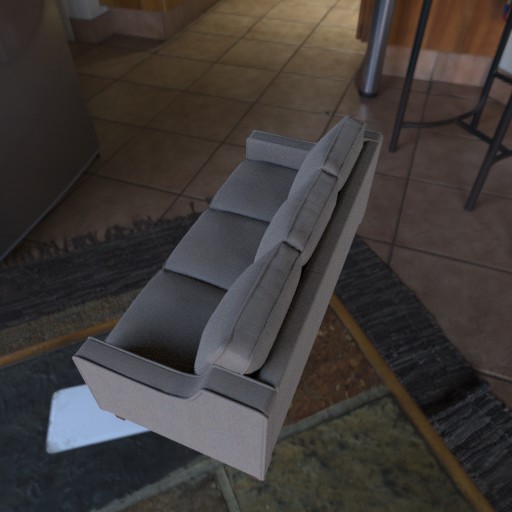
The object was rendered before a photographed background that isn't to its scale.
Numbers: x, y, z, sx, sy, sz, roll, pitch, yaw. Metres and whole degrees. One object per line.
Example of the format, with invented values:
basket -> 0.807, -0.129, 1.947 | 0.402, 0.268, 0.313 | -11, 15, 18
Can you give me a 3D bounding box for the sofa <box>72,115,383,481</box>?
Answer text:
sofa -> 0.000, 0.000, 2.505 | 0.911, 0.974, 1.986 | 17, 48, 15
